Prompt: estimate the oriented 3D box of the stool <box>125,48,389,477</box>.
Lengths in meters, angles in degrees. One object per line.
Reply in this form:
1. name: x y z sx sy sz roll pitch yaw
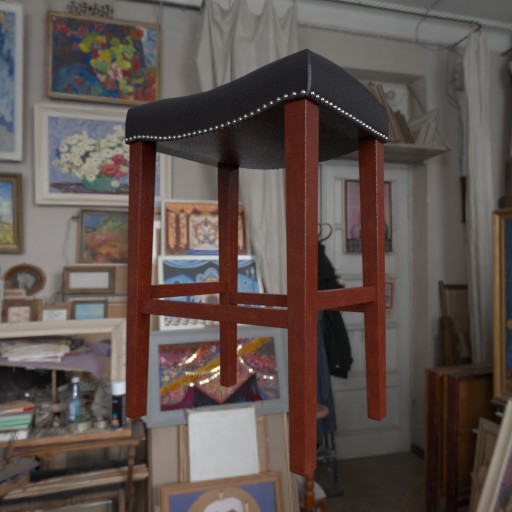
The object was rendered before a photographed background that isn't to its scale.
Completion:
1. stool: 0.000 0.000 1.026 0.504 0.742 0.372 -1 -1 37
